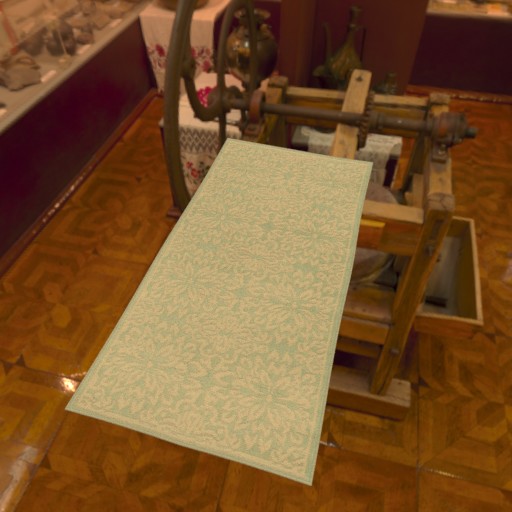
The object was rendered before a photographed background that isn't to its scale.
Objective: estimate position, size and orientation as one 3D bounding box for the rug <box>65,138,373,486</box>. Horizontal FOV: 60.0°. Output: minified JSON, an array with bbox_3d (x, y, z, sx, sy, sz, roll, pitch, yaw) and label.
[{"bbox_3d":[0.000,0.000,1.402,0.604,0.007,1.219,12,49,11],"label":"rug"}]
